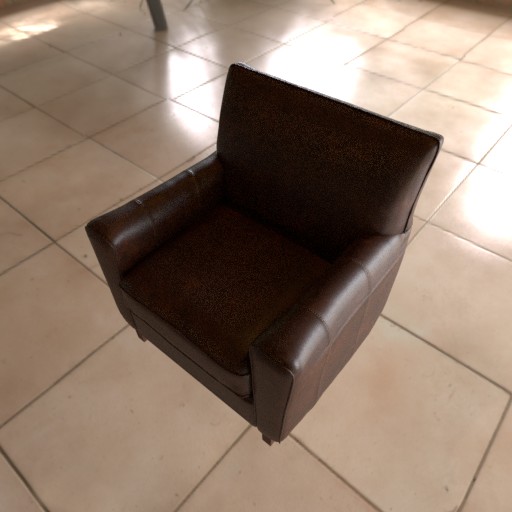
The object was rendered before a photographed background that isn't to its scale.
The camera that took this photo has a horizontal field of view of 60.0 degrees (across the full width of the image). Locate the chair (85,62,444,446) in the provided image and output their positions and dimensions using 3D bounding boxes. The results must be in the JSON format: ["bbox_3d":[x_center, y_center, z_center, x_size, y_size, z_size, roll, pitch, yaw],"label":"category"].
[{"bbox_3d":[0.000,0.000,1.601,0.870,0.943,0.823,31,54,26],"label":"chair"}]
